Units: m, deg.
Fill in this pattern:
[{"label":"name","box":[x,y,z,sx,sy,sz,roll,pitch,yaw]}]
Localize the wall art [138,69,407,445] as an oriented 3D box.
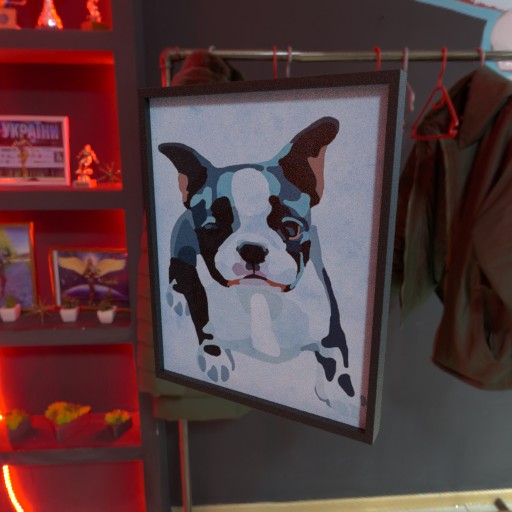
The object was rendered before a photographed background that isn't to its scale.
[{"label":"wall art","box":[0.000,0.000,0.501,0.294,0.369,0.030,8,16,28]}]
